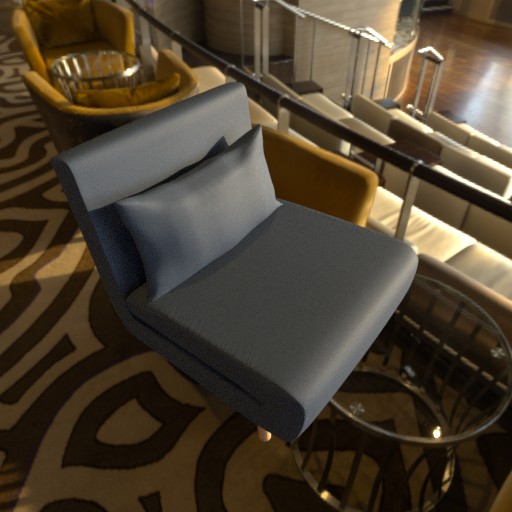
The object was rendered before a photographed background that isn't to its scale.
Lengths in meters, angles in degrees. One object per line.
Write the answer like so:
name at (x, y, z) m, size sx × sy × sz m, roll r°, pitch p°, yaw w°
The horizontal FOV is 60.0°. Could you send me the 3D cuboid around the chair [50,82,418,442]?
chair at (0.000, 0.000, 1.497) m, size 0.900 × 0.808 × 0.770 m, roll 27°, pitch 47°, yaw 28°
